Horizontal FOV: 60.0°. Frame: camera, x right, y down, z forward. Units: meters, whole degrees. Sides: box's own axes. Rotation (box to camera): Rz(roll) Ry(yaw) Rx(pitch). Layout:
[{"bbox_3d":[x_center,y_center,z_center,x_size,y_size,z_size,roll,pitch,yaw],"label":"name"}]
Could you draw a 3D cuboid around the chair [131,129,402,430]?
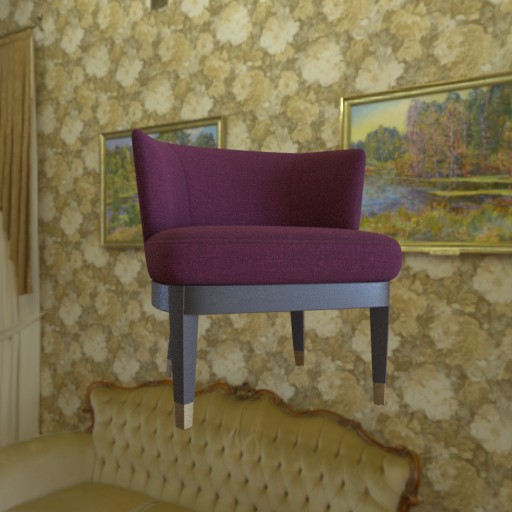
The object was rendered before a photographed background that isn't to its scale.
[{"bbox_3d":[0.000,0.000,1.291,0.700,0.760,0.660,0,0,-18],"label":"chair"}]
